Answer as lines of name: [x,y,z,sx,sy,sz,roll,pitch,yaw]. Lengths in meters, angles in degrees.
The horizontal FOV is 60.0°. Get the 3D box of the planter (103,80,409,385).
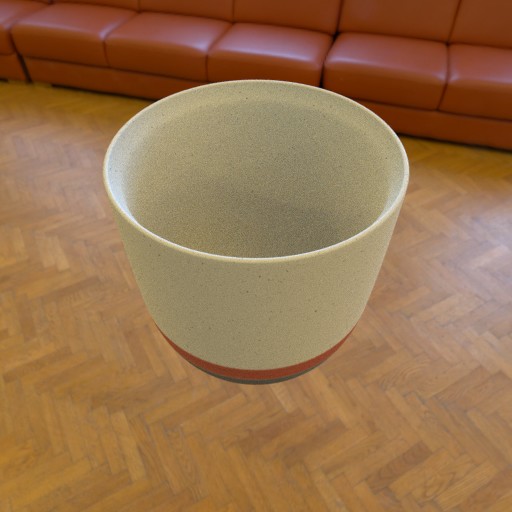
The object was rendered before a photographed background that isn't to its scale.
planter: [0.000,0.000,0.380,0.204,0.214,0.204,0,48,0]
